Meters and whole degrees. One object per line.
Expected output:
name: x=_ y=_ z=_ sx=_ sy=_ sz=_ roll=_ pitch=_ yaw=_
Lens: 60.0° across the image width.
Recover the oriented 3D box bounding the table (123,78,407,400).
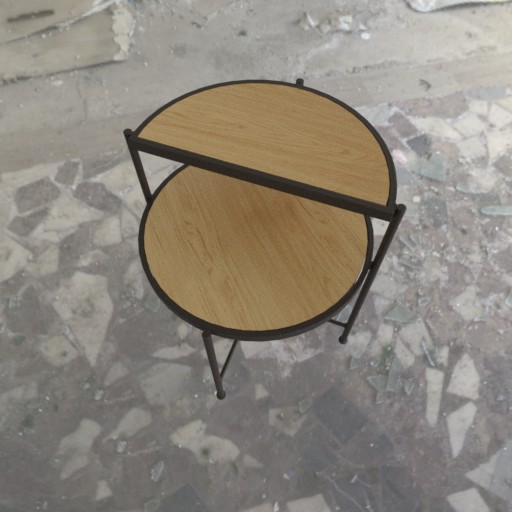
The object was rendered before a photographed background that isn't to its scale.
table: x=0.000 y=0.000 z=1.199 sx=0.629 sy=0.684 sz=0.628 roll=18 pitch=59 yaw=11
